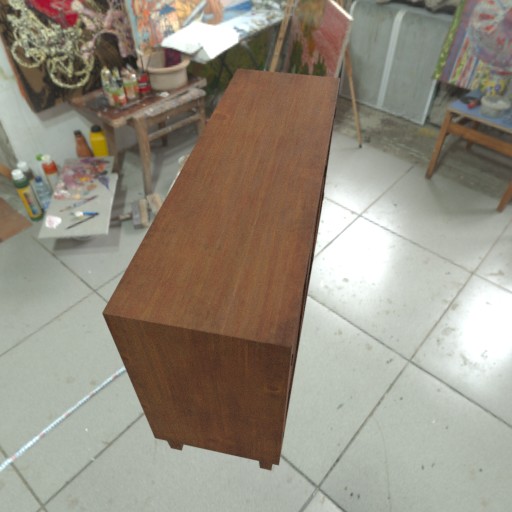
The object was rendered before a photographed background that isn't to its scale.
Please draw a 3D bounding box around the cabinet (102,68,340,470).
[{"bbox_3d":[0.000,0.000,1.593,0.403,0.805,1.204,9,47,8],"label":"cabinet"}]
